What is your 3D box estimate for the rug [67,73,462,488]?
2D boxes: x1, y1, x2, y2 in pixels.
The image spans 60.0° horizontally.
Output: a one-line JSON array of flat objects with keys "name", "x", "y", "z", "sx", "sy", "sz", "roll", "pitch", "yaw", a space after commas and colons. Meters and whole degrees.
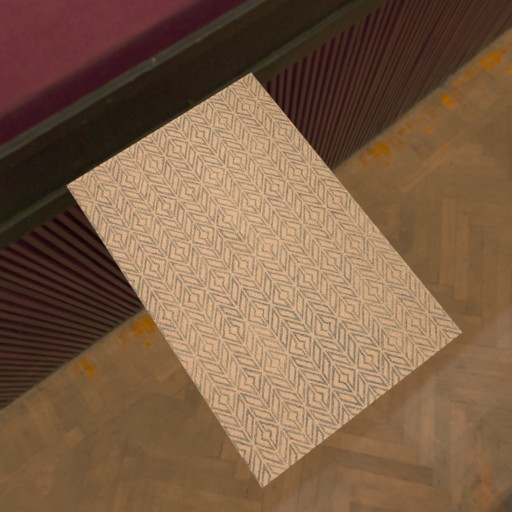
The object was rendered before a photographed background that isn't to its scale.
[{"name": "rug", "x": 0.000, "y": 0.000, "z": 2.300, "sx": 1.220, "sy": 0.008, "sz": 1.824, "roll": -34, "pitch": 78, "yaw": -8}]
